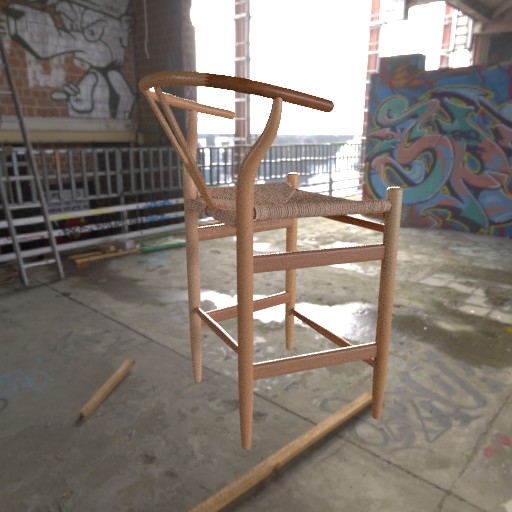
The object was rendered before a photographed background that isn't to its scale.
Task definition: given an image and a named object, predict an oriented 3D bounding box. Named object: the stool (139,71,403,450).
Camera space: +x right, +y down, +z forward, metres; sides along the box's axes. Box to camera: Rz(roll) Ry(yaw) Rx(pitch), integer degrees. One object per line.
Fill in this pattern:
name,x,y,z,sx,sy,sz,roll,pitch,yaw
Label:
stool,0.000,0.000,1.252,0.575,0.923,0.536,-8,17,-26
